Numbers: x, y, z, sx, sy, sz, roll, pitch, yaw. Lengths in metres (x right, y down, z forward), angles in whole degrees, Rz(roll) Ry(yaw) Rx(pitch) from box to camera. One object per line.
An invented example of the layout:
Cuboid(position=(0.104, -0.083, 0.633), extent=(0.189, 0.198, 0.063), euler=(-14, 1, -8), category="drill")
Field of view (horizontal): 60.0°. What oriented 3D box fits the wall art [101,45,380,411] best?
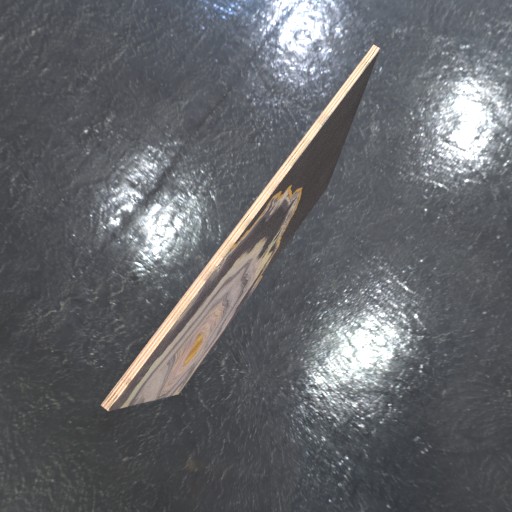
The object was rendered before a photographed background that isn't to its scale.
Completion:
Cuboid(position=(0.000, 0.000, 0.679), extent=(0.010, 0.408, 0.508), euler=(34, 78, 9), category="wall art")
